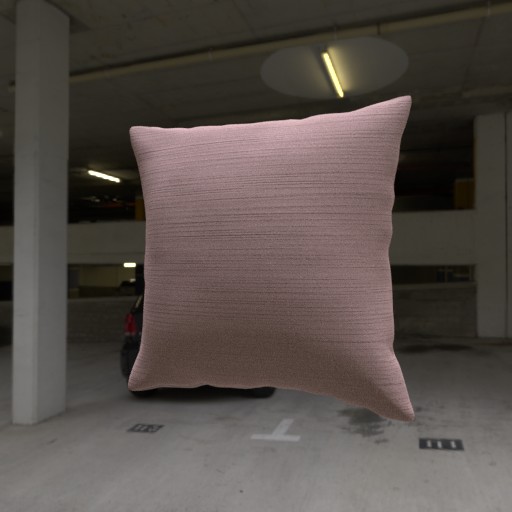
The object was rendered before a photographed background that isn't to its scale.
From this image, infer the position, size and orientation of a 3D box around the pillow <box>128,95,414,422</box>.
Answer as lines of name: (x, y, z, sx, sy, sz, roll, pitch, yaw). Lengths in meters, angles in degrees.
pillow: (0.000, 0.000, 0.703, 0.470, 0.464, 0.175, 0, -1, 18)
